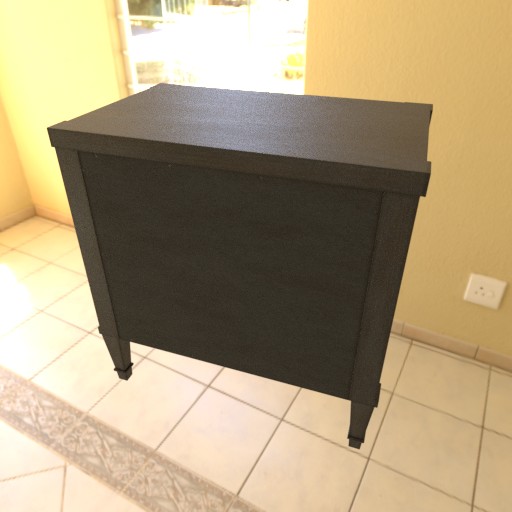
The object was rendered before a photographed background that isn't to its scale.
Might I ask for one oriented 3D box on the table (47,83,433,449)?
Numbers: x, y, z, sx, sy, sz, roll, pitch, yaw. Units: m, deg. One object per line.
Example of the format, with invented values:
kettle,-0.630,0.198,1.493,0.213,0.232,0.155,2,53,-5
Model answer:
table,0.000,0.000,1.051,0.660,0.660,0.413,11,34,16
